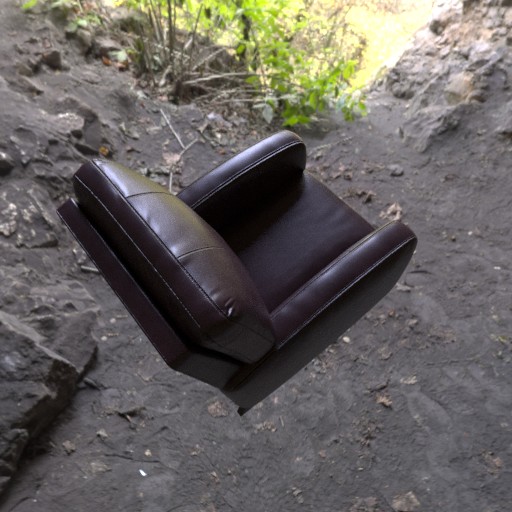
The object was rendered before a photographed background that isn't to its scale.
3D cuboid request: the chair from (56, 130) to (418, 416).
[{"bbox_3d":[0.000,0.000,1.636,0.990,0.990,0.762,-35,65,-19],"label":"chair"}]
